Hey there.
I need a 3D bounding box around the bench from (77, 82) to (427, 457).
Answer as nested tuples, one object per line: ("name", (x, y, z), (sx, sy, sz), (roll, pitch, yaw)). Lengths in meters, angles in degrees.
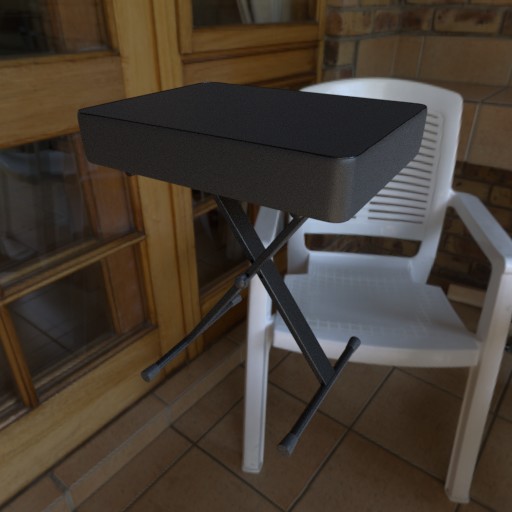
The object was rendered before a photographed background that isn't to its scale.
("bench", (0.000, 0.000, 0.772), (0.424, 0.500, 0.321), (17, 34, 28))
